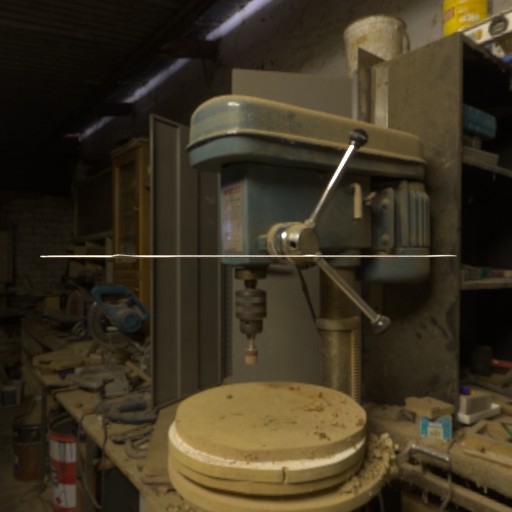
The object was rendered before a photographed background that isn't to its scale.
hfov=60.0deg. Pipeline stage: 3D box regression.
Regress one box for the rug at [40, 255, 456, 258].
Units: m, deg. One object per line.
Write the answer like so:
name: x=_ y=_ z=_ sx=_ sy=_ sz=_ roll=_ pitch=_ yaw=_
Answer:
rug: x=0.000 y=0.000 z=3.027 sx=2.434 sy=0.023 sz=1.518 roll=0 pitch=0 yaw=-36
